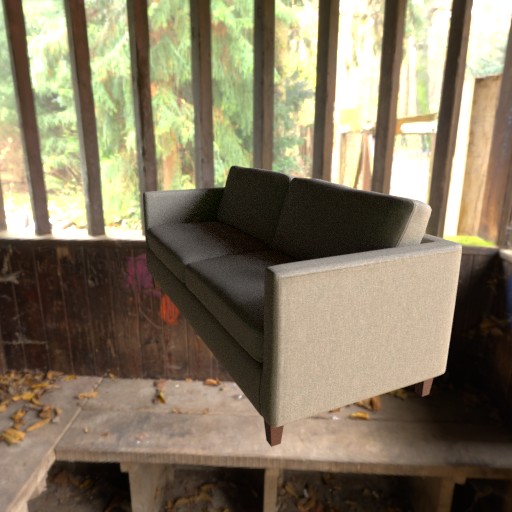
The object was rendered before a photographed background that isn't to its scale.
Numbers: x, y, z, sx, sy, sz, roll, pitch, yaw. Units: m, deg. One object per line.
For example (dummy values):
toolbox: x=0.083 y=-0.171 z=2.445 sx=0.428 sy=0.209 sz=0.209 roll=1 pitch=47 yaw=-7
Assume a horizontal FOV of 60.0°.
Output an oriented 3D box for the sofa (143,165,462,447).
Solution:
sofa: x=0.000 y=0.000 z=2.721 sx=0.956 sy=0.963 sz=2.208 roll=-8 pitch=18 yaw=-24
